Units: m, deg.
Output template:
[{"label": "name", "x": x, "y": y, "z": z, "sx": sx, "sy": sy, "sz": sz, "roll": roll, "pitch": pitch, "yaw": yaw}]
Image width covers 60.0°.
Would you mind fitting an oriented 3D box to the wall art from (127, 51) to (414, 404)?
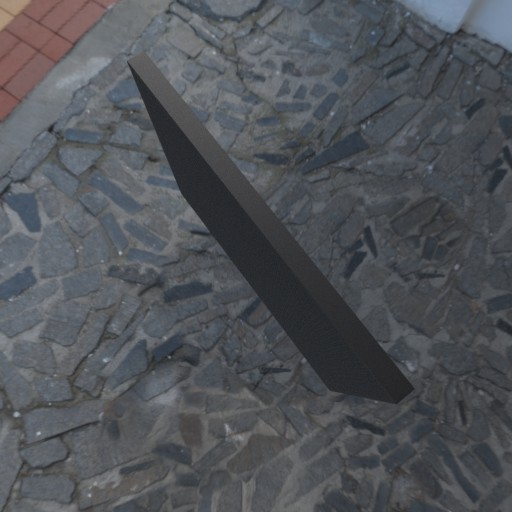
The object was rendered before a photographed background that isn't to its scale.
[{"label": "wall art", "x": 0.000, "y": 0.000, "z": 0.772, "sx": 0.029, "sy": 0.458, "sz": 0.559, "roll": -36, "pitch": 78, "yaw": -9}]
